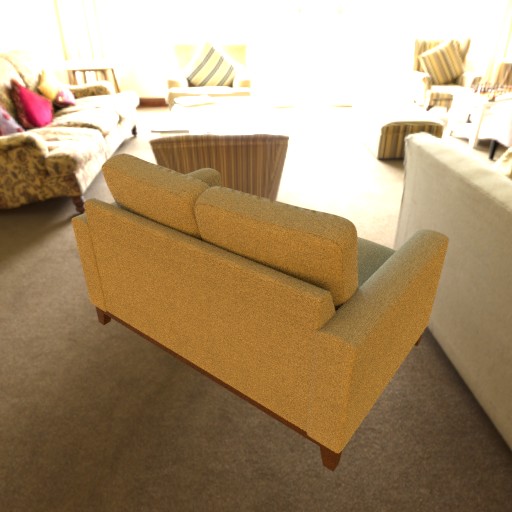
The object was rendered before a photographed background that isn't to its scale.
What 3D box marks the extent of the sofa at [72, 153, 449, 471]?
[{"bbox_3d":[0.000,0.000,2.021,1.420,0.873,0.917,21,37,32],"label":"sofa"}]
